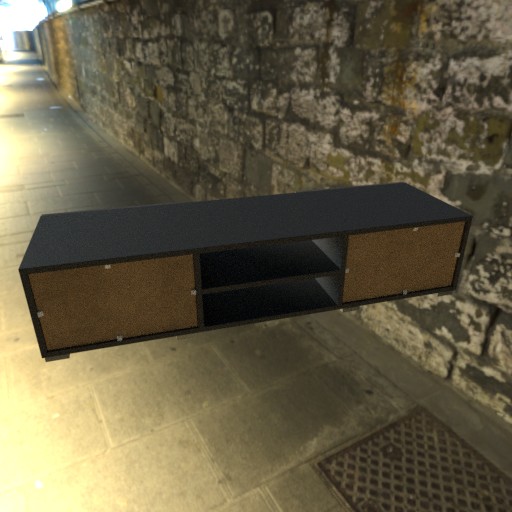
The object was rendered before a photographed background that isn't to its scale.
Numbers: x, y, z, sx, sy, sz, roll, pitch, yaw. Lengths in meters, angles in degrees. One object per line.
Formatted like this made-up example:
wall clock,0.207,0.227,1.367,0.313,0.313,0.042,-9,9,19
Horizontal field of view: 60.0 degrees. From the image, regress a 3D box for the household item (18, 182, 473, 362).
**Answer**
household item,0.000,0.000,1.569,1.400,0.310,0.420,-7,27,-14
